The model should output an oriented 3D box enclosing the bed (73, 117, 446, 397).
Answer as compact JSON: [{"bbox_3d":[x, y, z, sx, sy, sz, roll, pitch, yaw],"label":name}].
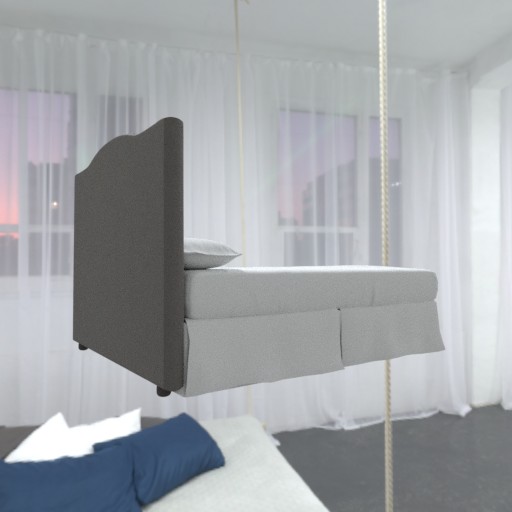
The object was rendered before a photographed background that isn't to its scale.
[{"bbox_3d":[0.000,0.000,3.430,2.282,1.436,1.821,1,-2,-36],"label":"bed"}]
